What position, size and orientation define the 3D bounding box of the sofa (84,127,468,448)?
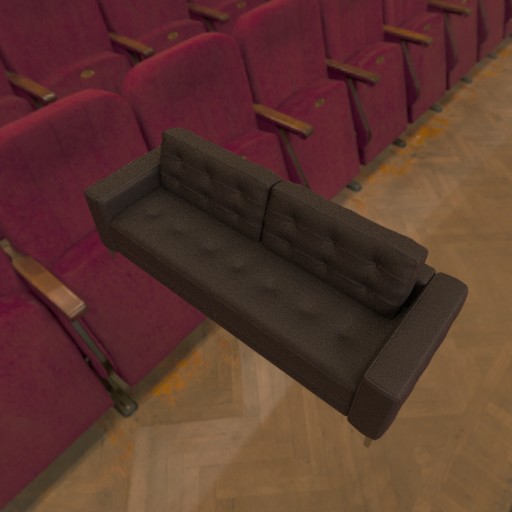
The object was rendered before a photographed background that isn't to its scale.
[{"bbox_3d":[0.000,0.000,2.727,2.275,0.893,0.833,31,54,26],"label":"sofa"}]
